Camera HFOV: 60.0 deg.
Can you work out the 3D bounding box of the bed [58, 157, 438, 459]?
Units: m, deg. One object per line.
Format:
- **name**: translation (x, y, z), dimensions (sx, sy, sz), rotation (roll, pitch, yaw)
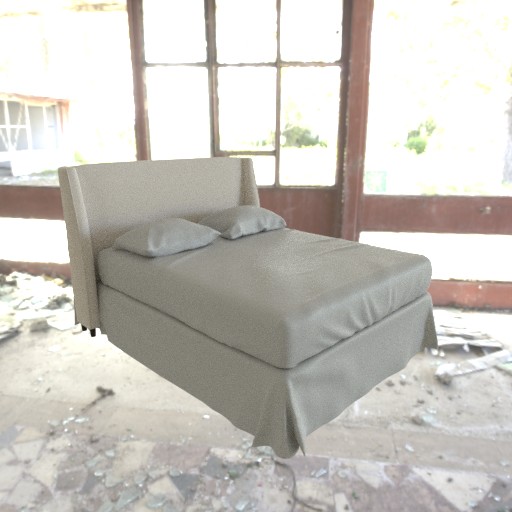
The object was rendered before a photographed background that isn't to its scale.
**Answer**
- **bed**: translation (0.000, 0.000, 3.323), dimensions (2.276, 1.332, 1.925), rotation (15, 21, 43)
